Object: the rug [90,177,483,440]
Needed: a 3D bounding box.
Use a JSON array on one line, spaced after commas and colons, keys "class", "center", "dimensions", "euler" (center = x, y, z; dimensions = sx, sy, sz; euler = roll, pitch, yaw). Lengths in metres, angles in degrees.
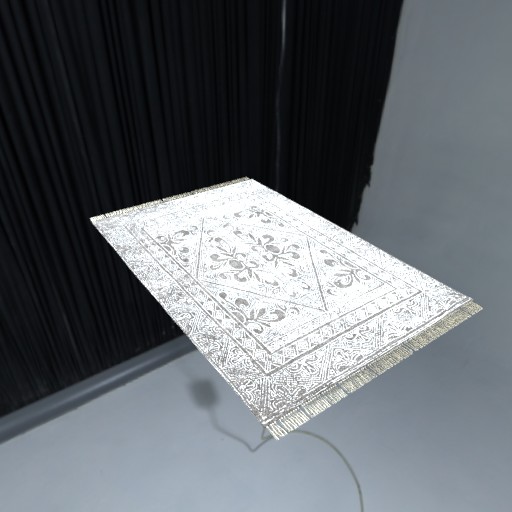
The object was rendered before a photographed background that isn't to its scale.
[{"class": "rug", "center": [0.000, 0.000, 3.033], "dimensions": [1.529, 0.010, 2.440], "euler": [-20, 37, -29]}]
